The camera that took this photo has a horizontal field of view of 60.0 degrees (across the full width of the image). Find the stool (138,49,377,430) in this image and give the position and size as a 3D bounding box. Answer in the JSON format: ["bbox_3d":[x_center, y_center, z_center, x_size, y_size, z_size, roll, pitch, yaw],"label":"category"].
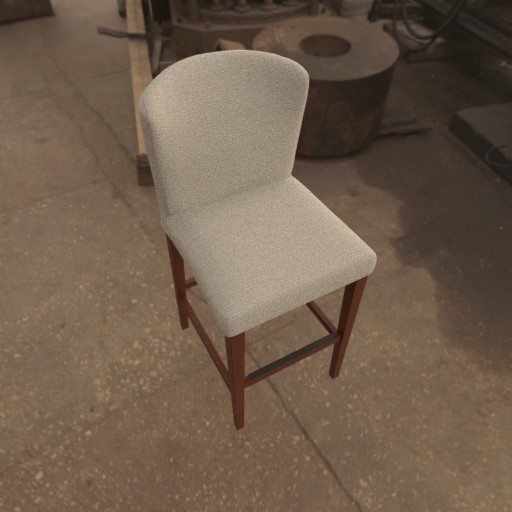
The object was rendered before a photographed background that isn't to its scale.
[{"bbox_3d":[0.000,0.000,1.397,0.481,1.069,0.568,-21,49,-20],"label":"stool"}]
